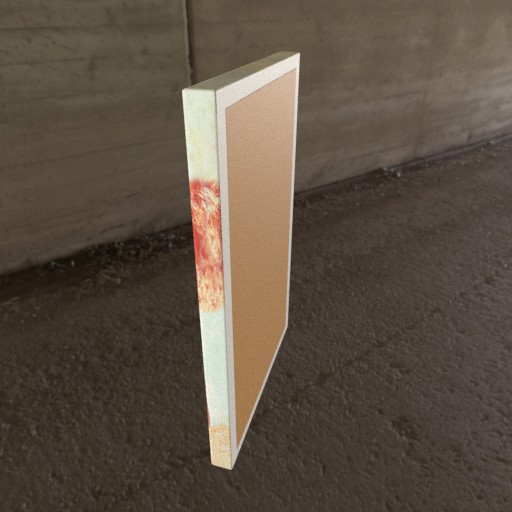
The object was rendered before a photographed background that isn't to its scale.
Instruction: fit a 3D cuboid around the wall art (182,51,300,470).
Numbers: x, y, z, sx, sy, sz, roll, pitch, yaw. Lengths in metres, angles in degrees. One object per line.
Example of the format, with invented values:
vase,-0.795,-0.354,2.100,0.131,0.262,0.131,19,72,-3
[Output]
wall art,0.000,0.000,0.767,0.038,0.610,0.401,9,31,15
